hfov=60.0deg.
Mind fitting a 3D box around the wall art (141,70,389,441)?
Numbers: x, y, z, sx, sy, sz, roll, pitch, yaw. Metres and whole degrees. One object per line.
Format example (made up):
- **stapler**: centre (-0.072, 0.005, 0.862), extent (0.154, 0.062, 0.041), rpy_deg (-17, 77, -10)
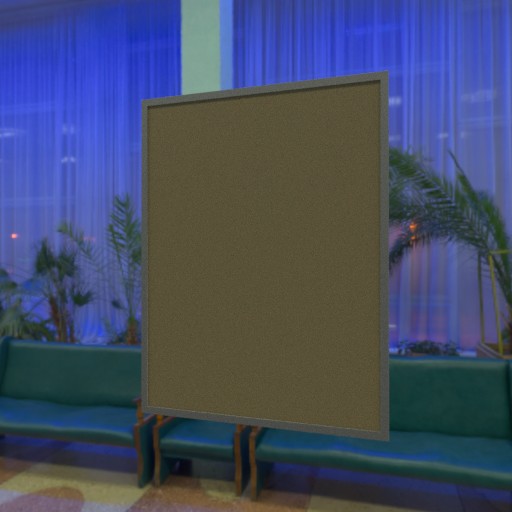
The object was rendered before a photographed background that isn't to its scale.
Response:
- **wall art**: centre (0.000, 0.000, 1.374), extent (0.789, 1.042, 0.034), rpy_deg (0, 0, 17)
